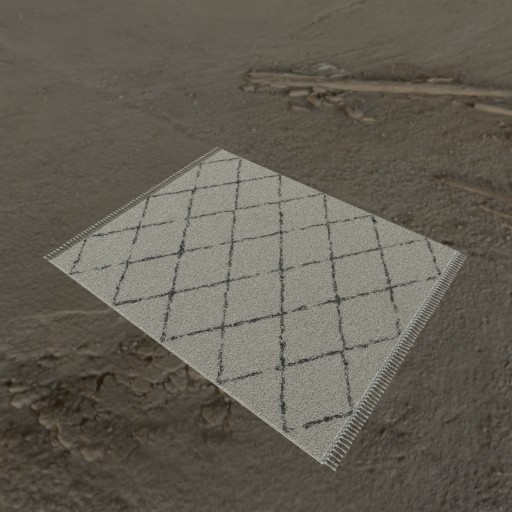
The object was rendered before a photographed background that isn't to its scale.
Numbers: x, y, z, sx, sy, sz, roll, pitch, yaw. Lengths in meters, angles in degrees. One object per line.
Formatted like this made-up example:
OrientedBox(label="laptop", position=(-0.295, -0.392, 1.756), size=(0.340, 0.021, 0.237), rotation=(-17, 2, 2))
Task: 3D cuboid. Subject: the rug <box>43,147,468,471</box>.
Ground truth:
OrientedBox(label="rug", position=(0.000, 0.000, 4.031), size=(3.051, 0.013, 2.380), rotation=(29, 52, 26))
